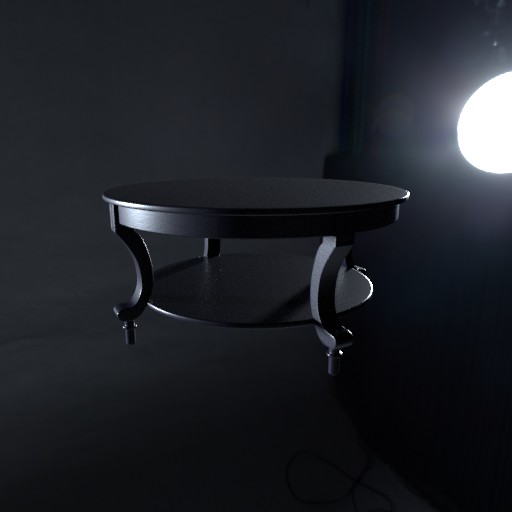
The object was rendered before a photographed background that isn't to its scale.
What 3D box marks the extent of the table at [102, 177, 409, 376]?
[{"bbox_3d":[0.000,0.000,1.618,1.029,0.491,1.029,0,14,0],"label":"table"}]
